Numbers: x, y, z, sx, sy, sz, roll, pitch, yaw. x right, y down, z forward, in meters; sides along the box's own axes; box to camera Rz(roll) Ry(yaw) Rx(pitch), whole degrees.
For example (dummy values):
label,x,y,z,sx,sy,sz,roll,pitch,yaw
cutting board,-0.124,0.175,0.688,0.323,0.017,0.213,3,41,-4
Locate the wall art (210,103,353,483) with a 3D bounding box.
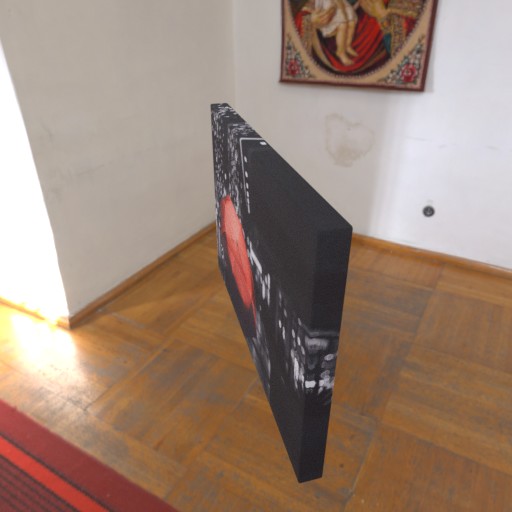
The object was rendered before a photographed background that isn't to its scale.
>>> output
label,x,y,z,sx,sy,sz,roll,pitch,yaw
wall art,0.000,0.000,0.788,0.037,0.406,0.609,-8,31,-13
